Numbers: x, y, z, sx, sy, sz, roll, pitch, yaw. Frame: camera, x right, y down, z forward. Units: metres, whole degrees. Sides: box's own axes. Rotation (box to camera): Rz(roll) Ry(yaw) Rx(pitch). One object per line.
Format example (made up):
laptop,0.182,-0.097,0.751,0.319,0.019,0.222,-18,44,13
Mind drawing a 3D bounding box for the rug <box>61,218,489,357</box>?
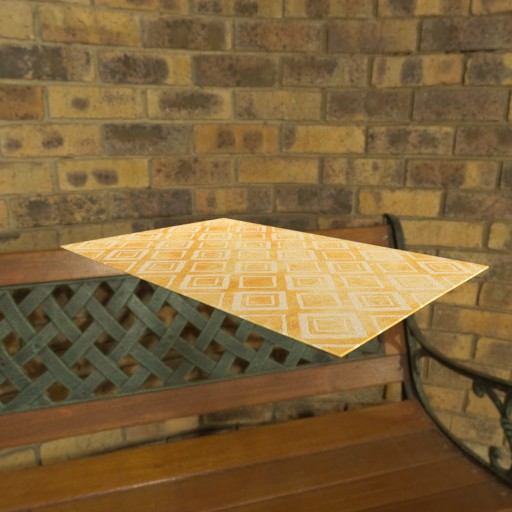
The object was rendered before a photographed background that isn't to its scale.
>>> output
rug,0.000,0.000,2.247,1.829,0.010,1.213,14,20,42
